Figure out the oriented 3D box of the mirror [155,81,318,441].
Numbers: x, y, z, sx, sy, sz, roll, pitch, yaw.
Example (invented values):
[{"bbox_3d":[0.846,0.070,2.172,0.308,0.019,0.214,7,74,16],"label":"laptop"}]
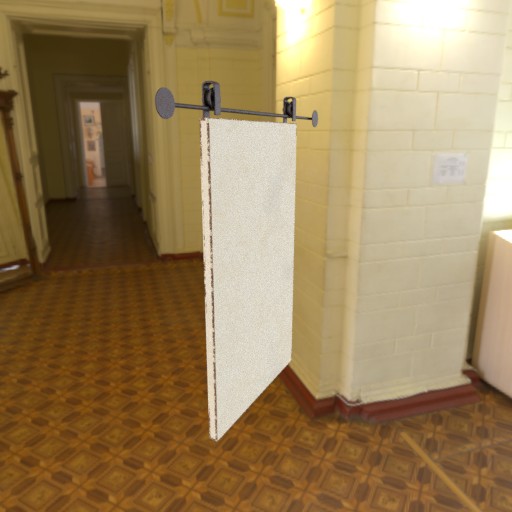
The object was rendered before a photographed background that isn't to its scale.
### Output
[{"bbox_3d":[0.000,0.000,1.200,0.037,0.844,0.808,8,17,26],"label":"mirror"}]
